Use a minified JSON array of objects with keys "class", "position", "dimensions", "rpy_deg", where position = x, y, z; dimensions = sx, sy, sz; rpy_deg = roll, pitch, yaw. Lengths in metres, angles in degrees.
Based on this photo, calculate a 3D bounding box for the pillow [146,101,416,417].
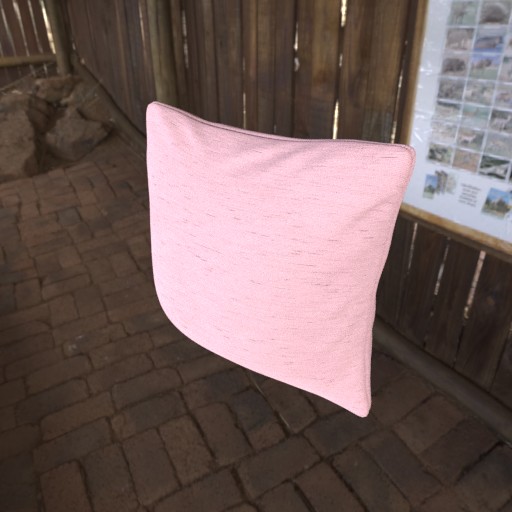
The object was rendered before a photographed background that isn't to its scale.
[{"class":"pillow","position":[0.000,0.000,0.687],"dimensions":[0.432,0.415,0.246],"rpy_deg":[21,35,32]}]
